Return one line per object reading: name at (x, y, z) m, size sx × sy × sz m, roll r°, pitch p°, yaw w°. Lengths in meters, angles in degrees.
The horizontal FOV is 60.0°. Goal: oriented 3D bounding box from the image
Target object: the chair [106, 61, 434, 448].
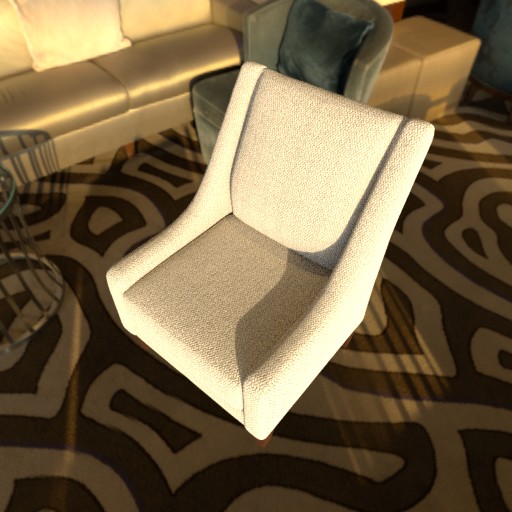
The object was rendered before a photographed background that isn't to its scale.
chair at (0.000, 0.000, 1.653) m, size 0.774 × 1.014 × 0.870 m, roll 31°, pitch 53°, yaw 27°
